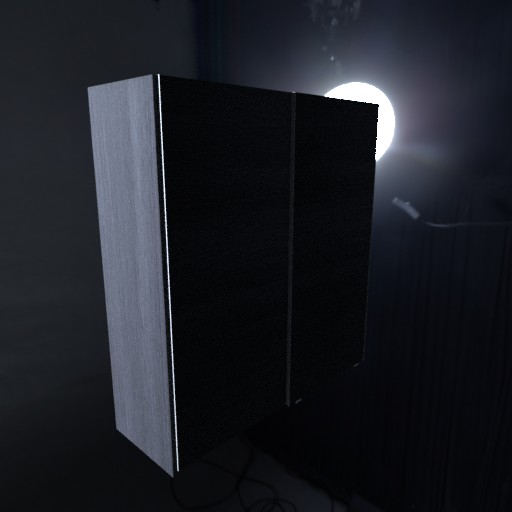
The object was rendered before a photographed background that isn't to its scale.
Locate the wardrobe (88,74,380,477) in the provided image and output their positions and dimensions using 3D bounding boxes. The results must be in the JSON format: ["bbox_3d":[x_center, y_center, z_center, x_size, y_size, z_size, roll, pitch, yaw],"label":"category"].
[{"bbox_3d":[0.000,0.000,2.865,0.629,1.960,1.780,13,19,43],"label":"wardrobe"}]
